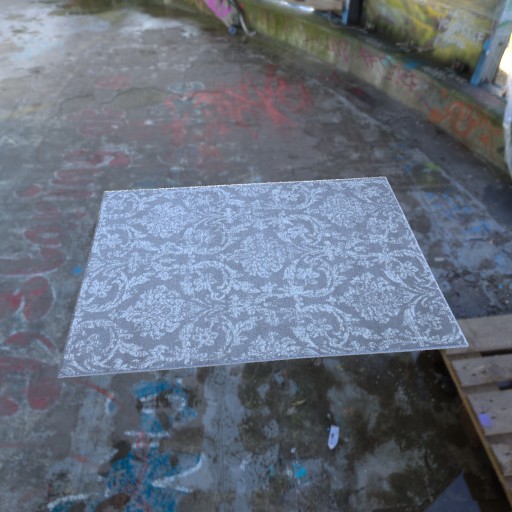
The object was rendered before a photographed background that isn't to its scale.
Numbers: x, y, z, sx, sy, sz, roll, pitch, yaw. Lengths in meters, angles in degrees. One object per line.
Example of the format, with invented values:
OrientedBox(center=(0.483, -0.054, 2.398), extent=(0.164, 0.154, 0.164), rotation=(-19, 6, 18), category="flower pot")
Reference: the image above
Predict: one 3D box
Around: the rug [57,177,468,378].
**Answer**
OrientedBox(center=(0.000, 0.000, 2.912), extent=(2.206, 0.014, 1.578), rotation=(-4, 46, -3), category="rug")
